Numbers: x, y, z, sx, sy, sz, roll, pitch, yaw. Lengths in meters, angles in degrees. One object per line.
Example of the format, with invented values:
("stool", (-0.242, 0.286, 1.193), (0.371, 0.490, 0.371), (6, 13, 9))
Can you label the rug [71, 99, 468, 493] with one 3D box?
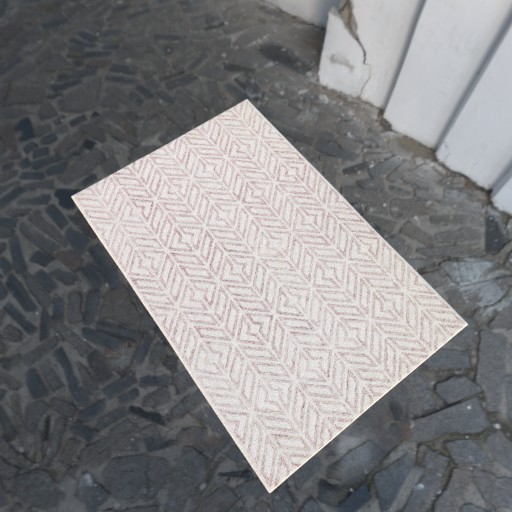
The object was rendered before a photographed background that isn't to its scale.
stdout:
("rug", (0.000, 0.000, 2.322), (1.220, 0.007, 1.828), (-34, 69, -15))
